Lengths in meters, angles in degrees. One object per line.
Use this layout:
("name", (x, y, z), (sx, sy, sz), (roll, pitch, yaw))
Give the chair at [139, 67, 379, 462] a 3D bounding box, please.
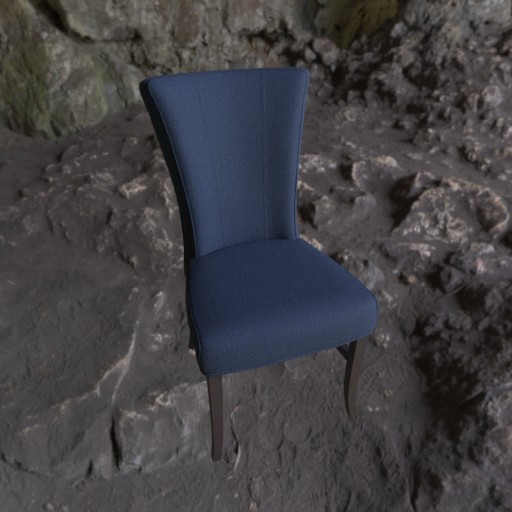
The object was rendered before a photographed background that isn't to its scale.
("chair", (0.000, 0.000, 1.372), (0.520, 0.991, 0.660), (-11, 34, -16))
